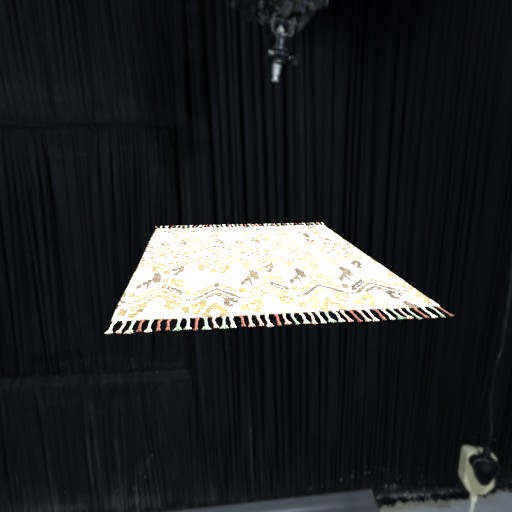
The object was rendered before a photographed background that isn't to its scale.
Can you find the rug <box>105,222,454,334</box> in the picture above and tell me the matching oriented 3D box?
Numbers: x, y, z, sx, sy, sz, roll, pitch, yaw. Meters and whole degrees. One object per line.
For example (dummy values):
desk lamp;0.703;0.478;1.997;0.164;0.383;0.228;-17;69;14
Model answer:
rug;0.000;0.000;2.345;1.219;0.008;1.829;-2;15;-7
